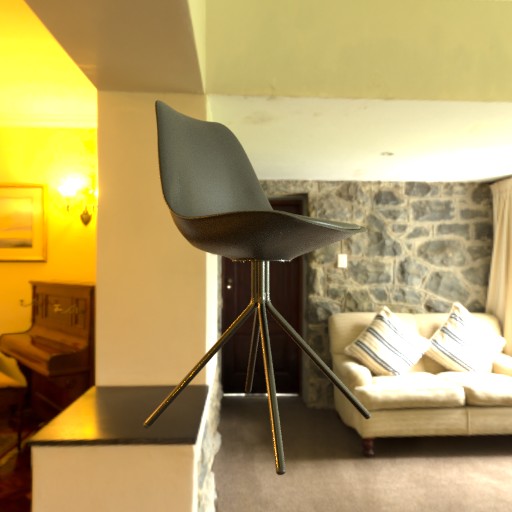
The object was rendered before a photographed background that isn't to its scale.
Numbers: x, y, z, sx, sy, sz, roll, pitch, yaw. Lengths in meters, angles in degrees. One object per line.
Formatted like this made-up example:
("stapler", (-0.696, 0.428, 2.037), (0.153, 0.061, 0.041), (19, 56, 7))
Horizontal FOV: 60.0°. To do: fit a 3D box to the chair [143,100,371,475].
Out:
("chair", (0.000, 0.000, 1.143), (0.525, 0.850, 0.461), (-1, -2, 38))
